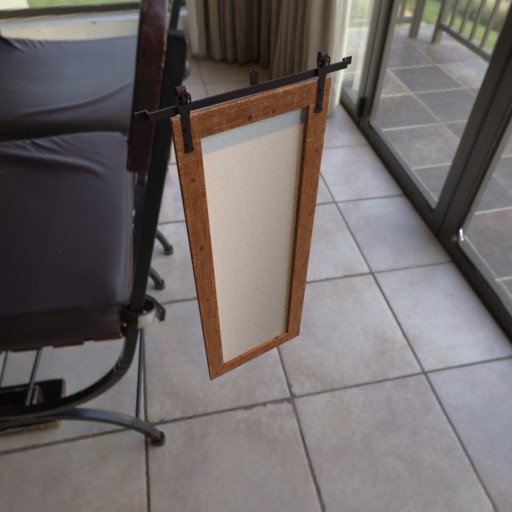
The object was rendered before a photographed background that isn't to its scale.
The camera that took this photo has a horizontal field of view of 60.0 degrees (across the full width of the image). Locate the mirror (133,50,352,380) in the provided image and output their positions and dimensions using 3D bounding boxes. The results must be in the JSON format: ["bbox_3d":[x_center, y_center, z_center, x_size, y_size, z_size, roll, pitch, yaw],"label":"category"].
[{"bbox_3d":[0.000,0.000,2.101,0.847,1.793,0.042,-23,51,-20],"label":"mirror"}]
